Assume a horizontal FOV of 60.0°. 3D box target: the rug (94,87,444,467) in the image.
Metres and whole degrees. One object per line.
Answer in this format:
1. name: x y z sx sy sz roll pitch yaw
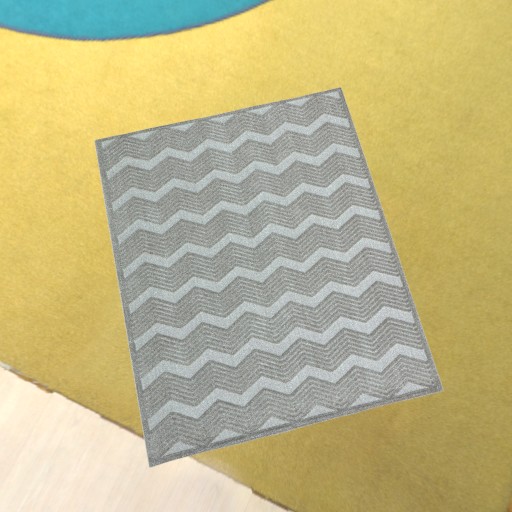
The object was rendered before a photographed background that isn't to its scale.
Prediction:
1. rug: 0.000 0.000 3.831 2.391 0.005 2.880 -13 76 -3
